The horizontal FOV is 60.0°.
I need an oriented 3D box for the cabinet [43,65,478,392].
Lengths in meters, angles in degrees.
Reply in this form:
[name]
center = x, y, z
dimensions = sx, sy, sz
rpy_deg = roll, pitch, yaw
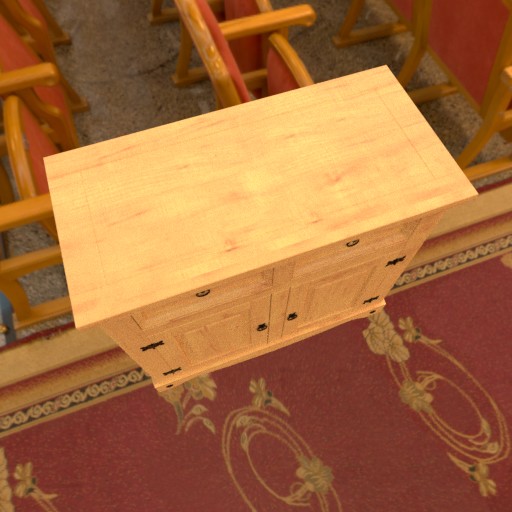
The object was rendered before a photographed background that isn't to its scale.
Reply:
[cabinet]
center = 0.000, 0.000, 1.411
dimensions = 0.920, 0.840, 0.450
rpy_deg = -18, 65, -9
